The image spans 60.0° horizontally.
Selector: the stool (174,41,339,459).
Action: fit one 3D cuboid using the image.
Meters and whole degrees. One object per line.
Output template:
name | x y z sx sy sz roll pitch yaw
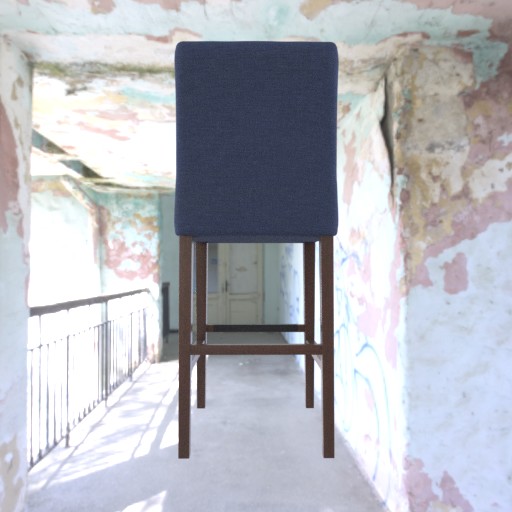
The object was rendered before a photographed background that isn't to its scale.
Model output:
stool | 0.000 0.000 1.366 0.470 1.078 0.577 0 -1 0
